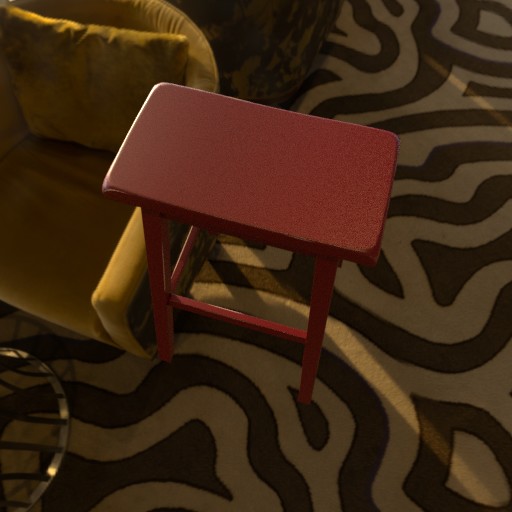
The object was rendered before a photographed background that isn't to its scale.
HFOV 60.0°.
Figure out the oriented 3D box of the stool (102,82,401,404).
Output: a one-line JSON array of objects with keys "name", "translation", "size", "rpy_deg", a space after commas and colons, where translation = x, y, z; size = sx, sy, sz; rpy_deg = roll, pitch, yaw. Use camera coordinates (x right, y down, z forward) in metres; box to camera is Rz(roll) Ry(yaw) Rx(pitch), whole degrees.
[{"name": "stool", "translation": [0.000, 0.000, 1.052], "size": [0.457, 0.737, 0.476], "rpy_deg": [15, 65, 7]}]
